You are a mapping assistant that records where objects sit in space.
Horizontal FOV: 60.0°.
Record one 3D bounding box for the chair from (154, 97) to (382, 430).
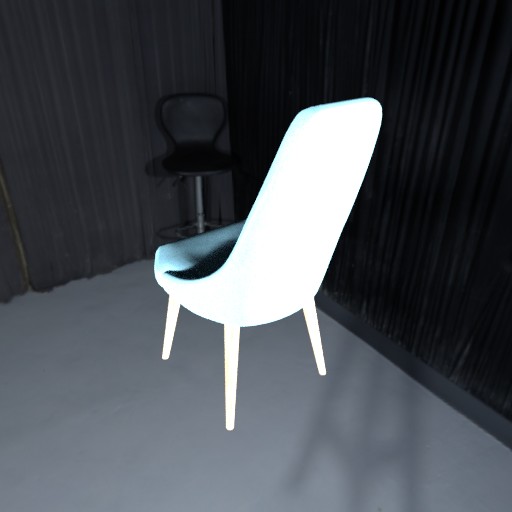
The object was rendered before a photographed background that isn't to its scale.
[{"bbox_3d":[0.000,0.000,1.404,0.510,1.040,0.660,-20,36,-31],"label":"chair"}]
